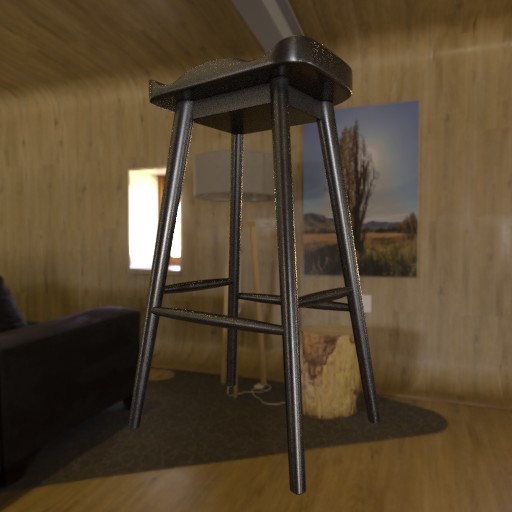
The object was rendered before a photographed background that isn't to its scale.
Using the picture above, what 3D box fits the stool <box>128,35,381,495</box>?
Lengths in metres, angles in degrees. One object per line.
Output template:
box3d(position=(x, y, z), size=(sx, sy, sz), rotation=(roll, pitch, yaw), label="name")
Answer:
box3d(position=(0.000, 0.000, 0.964), size=(0.440, 0.749, 0.361), rotation=(2, 3, 36), label="stool")
